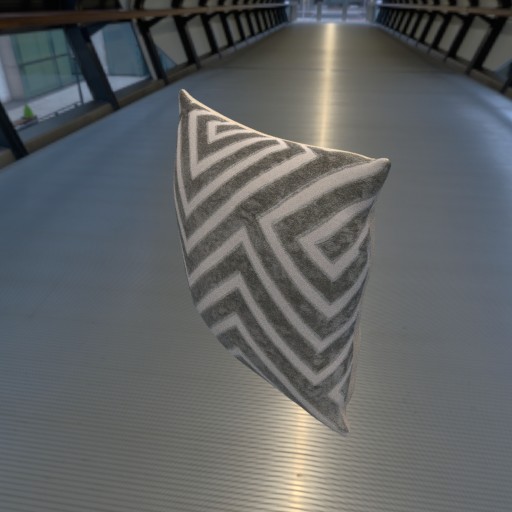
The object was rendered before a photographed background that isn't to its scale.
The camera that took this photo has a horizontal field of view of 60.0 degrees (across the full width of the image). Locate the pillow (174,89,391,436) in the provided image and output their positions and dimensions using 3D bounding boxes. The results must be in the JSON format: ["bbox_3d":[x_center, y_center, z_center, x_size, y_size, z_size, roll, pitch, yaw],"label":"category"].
[{"bbox_3d":[0.000,0.000,0.697,0.182,0.441,0.440,-21,37,-31],"label":"pillow"}]
